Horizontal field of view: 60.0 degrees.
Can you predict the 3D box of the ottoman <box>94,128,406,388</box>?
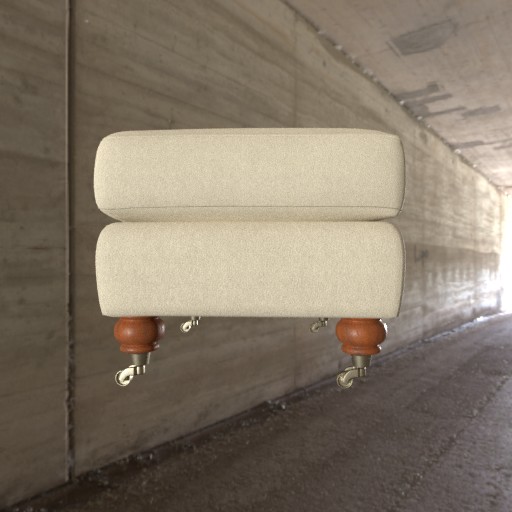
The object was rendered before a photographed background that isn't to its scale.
[{"bbox_3d":[0.000,0.000,1.144,0.569,0.499,0.773,0,0,2],"label":"ottoman"}]
